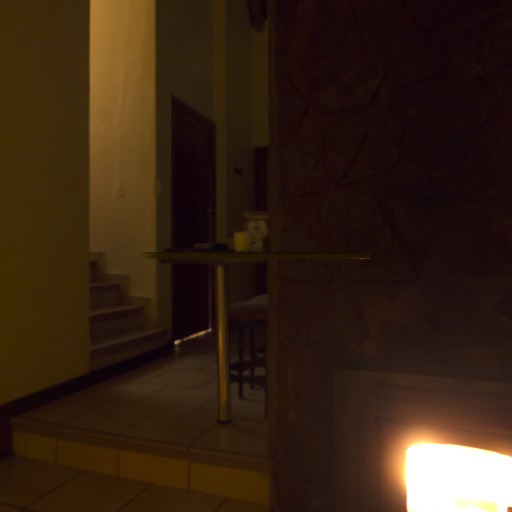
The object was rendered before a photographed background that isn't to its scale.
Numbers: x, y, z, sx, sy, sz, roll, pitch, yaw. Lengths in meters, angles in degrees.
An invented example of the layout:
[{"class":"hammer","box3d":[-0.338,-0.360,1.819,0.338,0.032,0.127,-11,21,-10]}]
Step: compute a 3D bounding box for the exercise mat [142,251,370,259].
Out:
[{"class":"exercise mat","box3d":[0.000,0.000,2.070,0.616,0.021,1.869,0,0,0]}]
